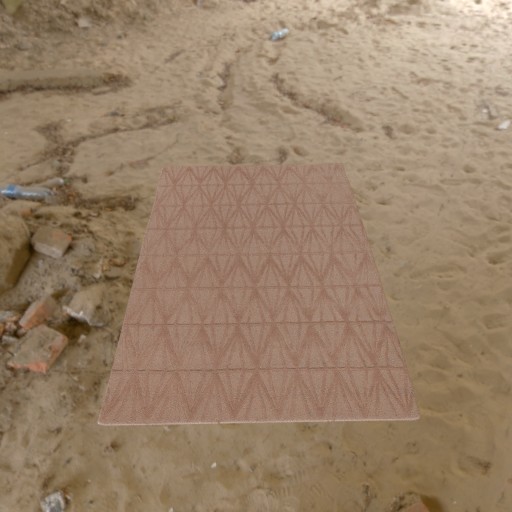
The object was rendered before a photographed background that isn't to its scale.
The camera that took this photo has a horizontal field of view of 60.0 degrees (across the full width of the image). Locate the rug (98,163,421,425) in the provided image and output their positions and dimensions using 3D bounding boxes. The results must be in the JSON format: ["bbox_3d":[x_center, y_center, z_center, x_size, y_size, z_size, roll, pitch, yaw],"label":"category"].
[{"bbox_3d":[0.000,0.000,2.334,1.230,0.025,1.837,-1,42,-1],"label":"rug"}]
